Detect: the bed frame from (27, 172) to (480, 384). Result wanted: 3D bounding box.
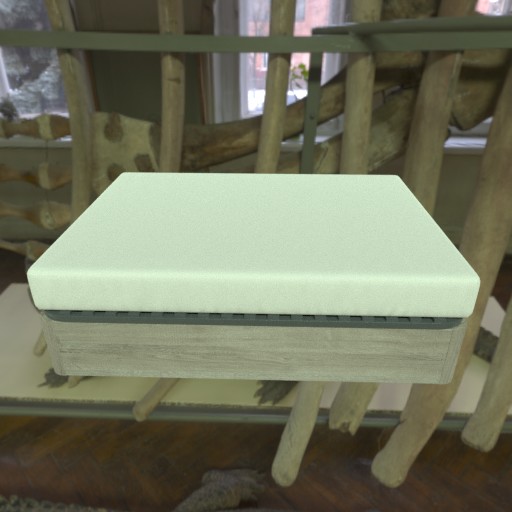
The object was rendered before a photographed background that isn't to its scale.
[{"bbox_3d":[0.000,0.000,2.541,1.900,0.561,1.400,1,28,2],"label":"bed frame"}]
